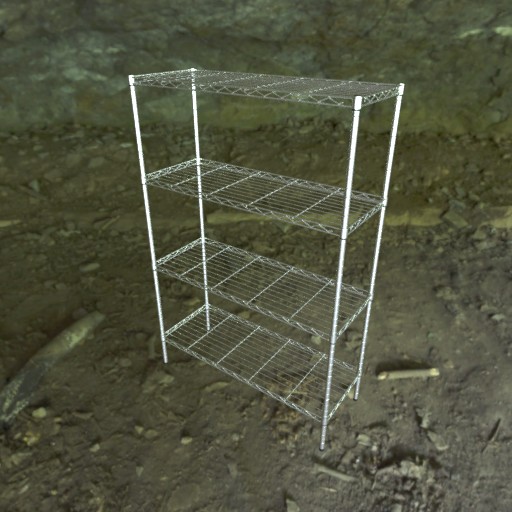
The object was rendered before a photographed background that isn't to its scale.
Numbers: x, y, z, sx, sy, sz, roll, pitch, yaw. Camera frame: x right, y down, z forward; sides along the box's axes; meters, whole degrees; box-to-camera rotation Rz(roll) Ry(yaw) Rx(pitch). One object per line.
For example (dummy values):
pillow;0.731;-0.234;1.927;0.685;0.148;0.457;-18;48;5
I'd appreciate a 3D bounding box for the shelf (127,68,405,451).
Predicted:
shelf;0.000;0.000;1.818;0.907;1.360;0.352;18;33;31
